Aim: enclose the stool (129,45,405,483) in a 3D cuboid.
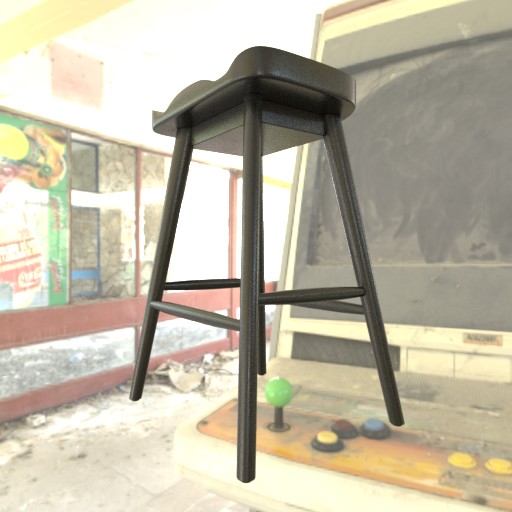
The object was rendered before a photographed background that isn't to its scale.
[{"bbox_3d":[0.000,0.000,0.874,0.361,0.615,0.440,0,0,-36],"label":"stool"}]
